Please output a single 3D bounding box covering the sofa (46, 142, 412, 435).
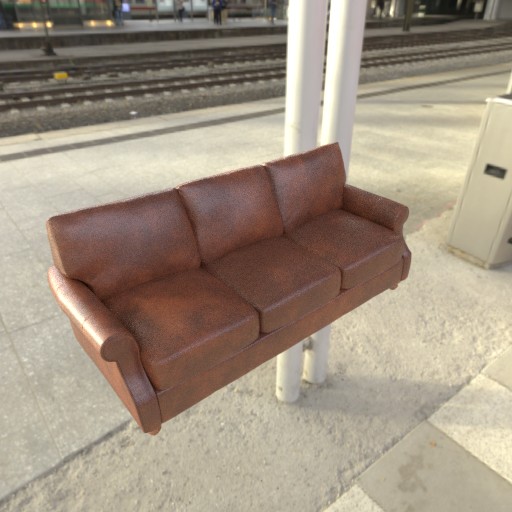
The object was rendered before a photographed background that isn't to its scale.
[{"bbox_3d":[0.000,0.000,2.836,2.351,0.977,0.973,-23,37,-34],"label":"sofa"}]
